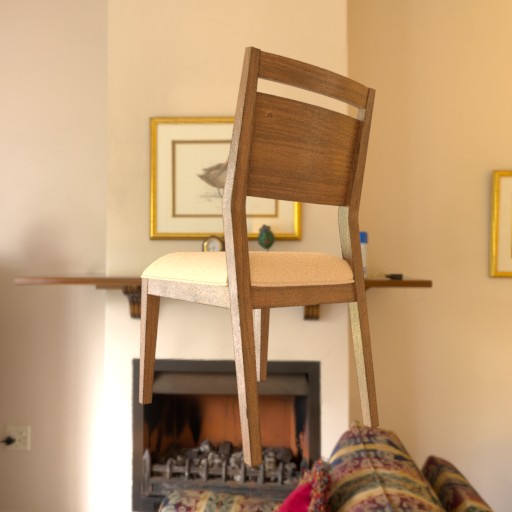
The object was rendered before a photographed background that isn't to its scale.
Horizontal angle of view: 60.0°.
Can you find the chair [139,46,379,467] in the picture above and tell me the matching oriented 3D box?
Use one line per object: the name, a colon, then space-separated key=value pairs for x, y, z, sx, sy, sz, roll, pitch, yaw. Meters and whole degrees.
chair: x=0.000 y=0.000 z=1.332 sx=0.497 sy=0.939 sz=0.610 roll=1 pitch=-1 yaw=-36
